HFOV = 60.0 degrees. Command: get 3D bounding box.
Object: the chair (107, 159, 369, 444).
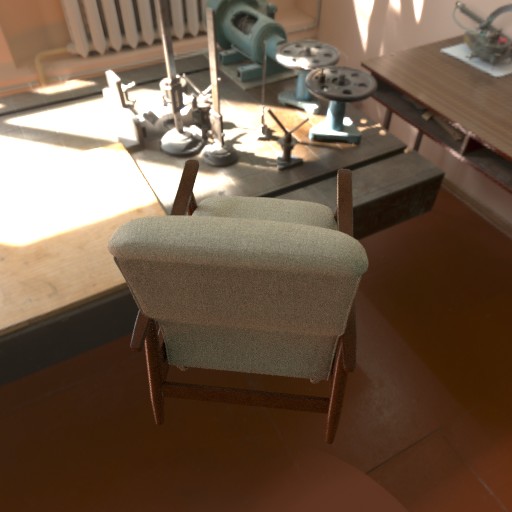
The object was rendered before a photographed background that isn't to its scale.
[{"bbox_3d":[0.000,0.000,1.752,0.762,1.082,1.014,4,46,4],"label":"chair"}]
